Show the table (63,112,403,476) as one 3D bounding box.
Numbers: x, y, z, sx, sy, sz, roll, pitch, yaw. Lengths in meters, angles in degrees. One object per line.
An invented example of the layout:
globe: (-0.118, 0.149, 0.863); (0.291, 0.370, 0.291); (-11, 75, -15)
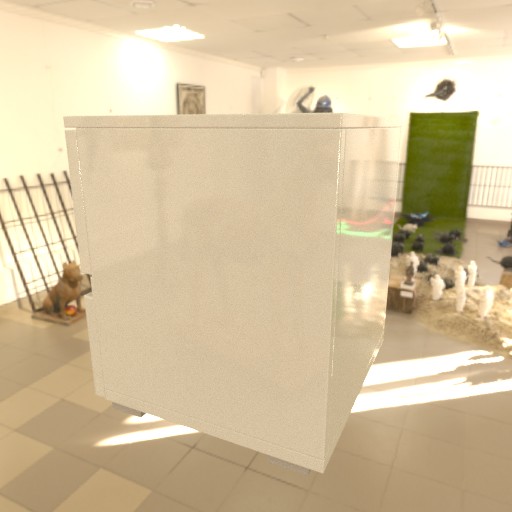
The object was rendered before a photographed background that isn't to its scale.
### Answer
table: (0.000, 0.000, 0.787); (0.400, 0.470, 0.420); (8, 18, 25)
